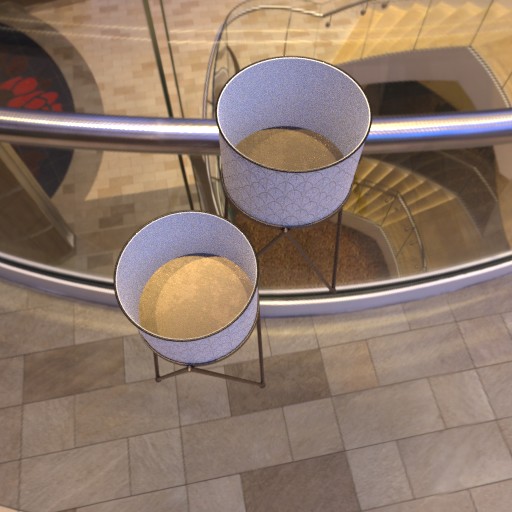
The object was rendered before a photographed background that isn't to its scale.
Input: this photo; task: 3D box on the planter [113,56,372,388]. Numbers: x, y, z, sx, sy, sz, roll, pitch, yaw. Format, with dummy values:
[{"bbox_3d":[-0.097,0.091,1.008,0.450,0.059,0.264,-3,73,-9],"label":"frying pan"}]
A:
[{"bbox_3d":[0.000,0.000,1.177,0.413,0.712,0.769,30,67,14],"label":"planter"}]
